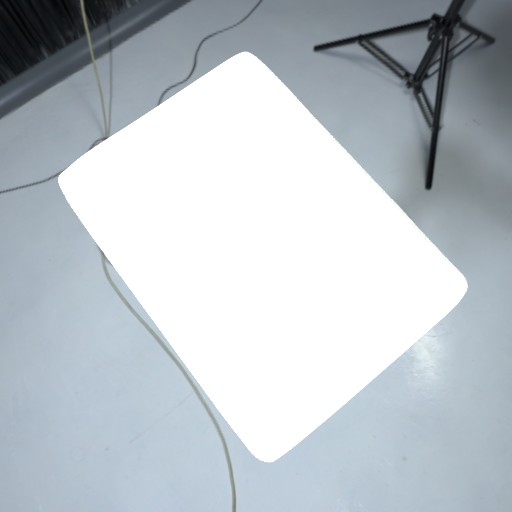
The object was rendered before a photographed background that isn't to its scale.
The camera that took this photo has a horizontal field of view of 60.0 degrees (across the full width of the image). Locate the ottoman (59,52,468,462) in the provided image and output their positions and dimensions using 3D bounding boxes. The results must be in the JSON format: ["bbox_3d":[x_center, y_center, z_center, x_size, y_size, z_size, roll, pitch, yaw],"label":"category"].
[{"bbox_3d":[0.000,0.000,1.134,0.569,0.499,0.773,-37,78,-10],"label":"ottoman"}]
